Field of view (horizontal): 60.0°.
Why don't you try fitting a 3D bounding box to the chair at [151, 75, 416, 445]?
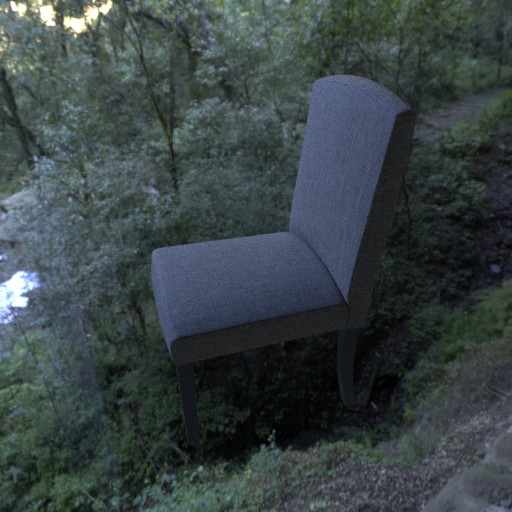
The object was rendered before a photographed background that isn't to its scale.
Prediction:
[{"bbox_3d":[0.000,0.000,1.243,0.580,0.917,0.451,-9,31,-15],"label":"chair"}]
